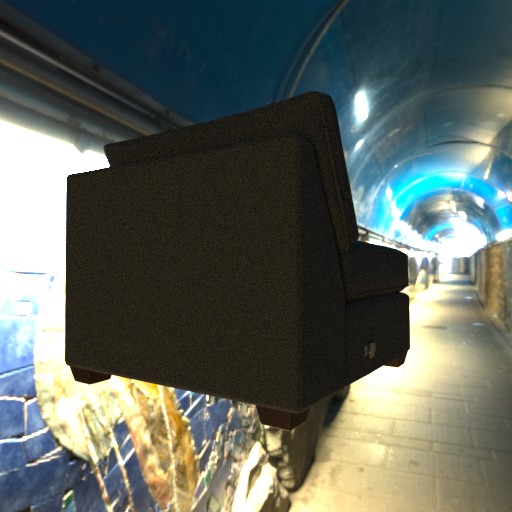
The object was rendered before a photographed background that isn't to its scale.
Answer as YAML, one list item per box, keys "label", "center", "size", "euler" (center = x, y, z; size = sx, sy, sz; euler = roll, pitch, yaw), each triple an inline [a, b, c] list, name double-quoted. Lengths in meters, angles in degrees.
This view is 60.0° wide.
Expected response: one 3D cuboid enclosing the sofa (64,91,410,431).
- label: "sofa"
  center: [0.000, 0.000, 1.932]
  size: [1.084, 1.002, 1.146]
  euler: [-1, -1, 34]
